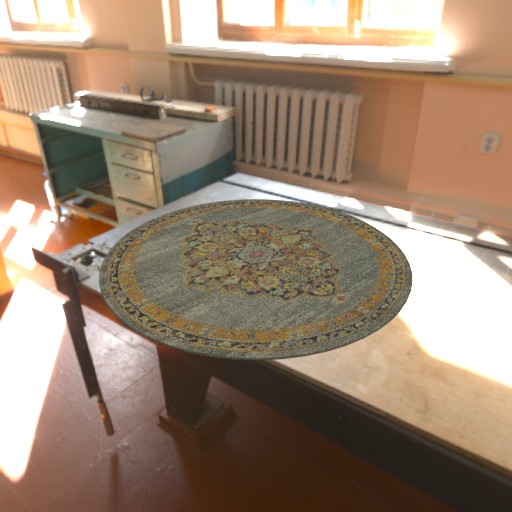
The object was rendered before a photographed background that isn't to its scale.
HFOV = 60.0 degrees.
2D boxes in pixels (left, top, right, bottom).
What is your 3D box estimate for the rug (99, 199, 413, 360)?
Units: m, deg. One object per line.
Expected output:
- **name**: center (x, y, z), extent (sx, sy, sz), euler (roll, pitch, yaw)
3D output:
- **rug**: center (0.000, 0.000, 2.360), extent (1.598, 0.010, 1.598), euler (0, 29, 0)
